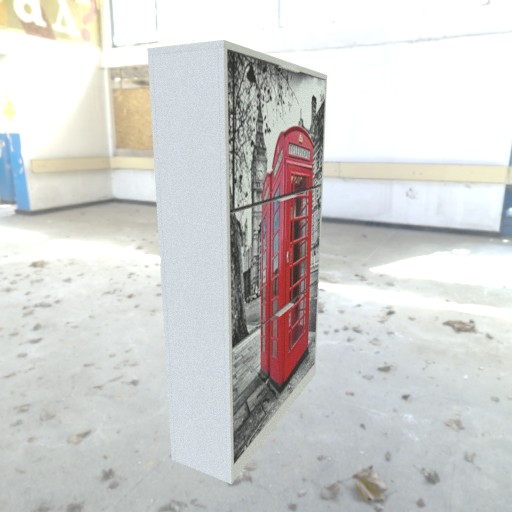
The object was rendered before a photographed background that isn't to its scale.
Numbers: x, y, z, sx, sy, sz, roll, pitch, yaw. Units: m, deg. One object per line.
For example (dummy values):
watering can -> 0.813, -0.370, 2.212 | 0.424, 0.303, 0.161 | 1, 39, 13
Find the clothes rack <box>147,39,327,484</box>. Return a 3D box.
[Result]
clothes rack -> 0.000, 0.000, 1.595 | 0.250, 1.280, 0.750 | 8, 17, 27
